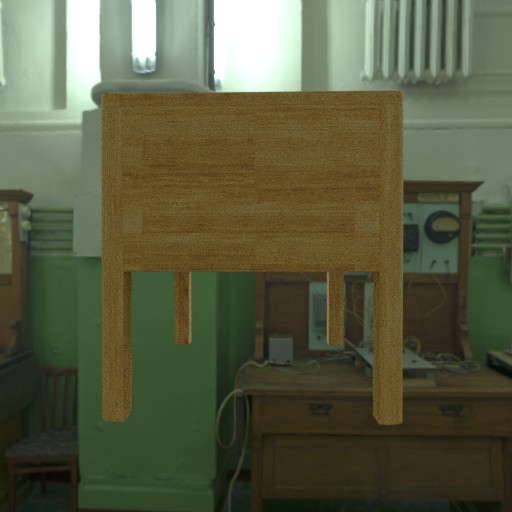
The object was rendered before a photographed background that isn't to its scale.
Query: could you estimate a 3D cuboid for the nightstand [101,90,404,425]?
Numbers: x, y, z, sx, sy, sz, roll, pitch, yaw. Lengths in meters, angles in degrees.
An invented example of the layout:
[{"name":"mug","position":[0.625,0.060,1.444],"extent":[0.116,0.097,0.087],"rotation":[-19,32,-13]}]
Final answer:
[{"name":"nightstand","position":[0.000,0.000,0.908],"extent":[0.440,0.470,0.560],"rotation":[0,1,2]}]
